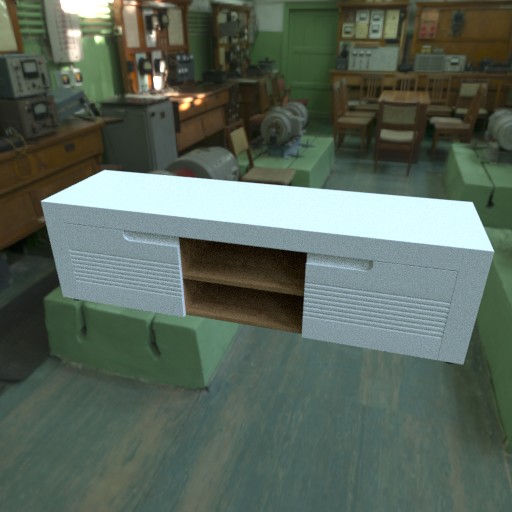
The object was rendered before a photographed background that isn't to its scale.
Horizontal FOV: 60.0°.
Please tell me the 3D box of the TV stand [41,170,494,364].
[{"bbox_3d":[0.000,0.000,1.697,1.500,0.440,0.410,7,28,14],"label":"TV stand"}]
